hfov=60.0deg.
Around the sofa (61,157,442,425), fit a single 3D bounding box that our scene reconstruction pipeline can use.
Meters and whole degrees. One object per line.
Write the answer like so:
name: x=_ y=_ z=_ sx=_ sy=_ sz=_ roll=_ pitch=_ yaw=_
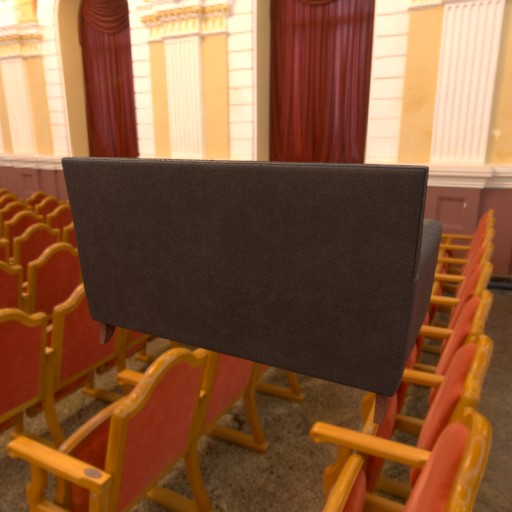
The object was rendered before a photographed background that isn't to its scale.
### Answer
sofa: x=0.000 y=0.000 z=1.989 sx=1.473 sy=0.871 sz=0.787 roll=8 pitch=17 yaw=27
